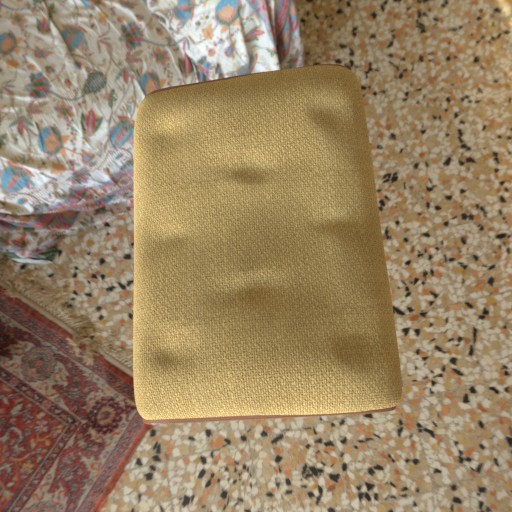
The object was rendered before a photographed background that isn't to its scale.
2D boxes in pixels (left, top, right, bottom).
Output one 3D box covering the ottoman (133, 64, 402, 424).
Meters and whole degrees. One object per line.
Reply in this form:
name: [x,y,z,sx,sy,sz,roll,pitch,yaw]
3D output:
ottoman: [0.000,0.000,0.794,0.394,0.391,0.520,-4,76,-1]
